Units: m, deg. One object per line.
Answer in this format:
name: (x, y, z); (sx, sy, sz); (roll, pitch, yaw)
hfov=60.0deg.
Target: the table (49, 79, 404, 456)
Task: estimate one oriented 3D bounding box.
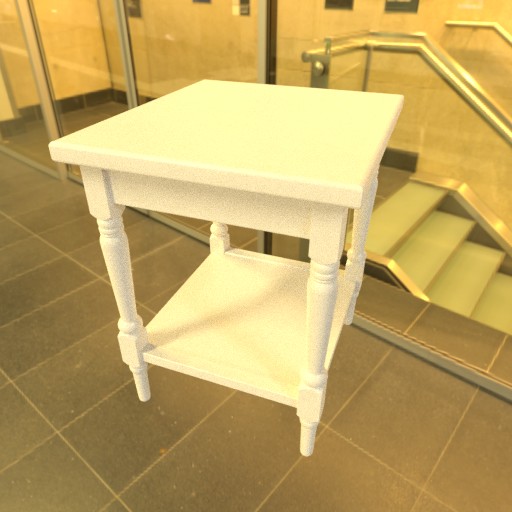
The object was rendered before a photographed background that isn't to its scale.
table: (0.000, 0.000, 0.899); (0.442, 0.565, 0.488); (12, 34, 18)
